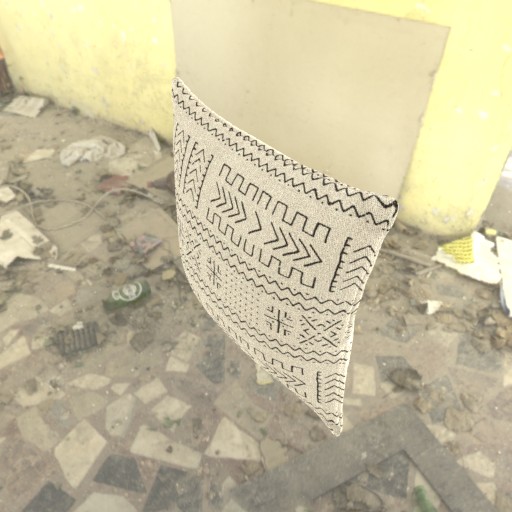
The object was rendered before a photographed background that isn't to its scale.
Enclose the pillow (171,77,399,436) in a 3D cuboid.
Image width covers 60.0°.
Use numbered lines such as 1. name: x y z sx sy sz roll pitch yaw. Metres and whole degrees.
1. pillow: 0.000 0.000 0.676 0.164 0.430 0.438 -26 47 -27
